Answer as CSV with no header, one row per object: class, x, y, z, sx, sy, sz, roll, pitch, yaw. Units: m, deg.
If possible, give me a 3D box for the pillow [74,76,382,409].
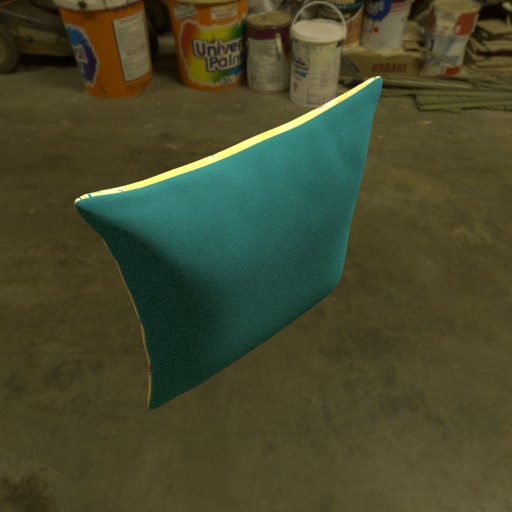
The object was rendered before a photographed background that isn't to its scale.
pillow,0.000,0.000,0.784,0.525,0.508,0.166,-30,52,-27
